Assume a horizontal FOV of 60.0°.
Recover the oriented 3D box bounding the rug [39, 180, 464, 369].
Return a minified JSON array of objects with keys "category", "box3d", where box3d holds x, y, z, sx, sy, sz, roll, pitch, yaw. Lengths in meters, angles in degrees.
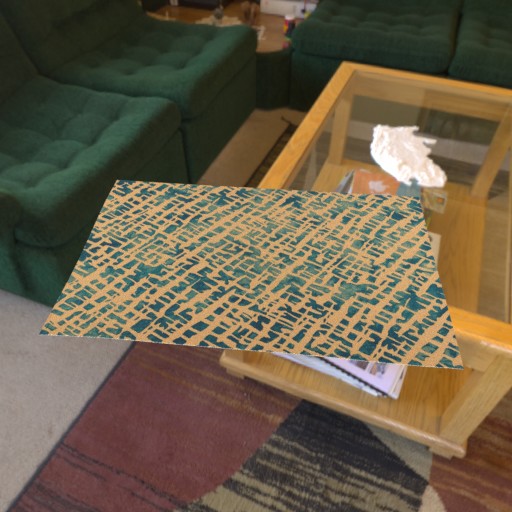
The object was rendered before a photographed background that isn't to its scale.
[{"category":"rug","box3d":[0.000,0.000,3.051,2.447,0.011,1.520,4,46,4]}]
